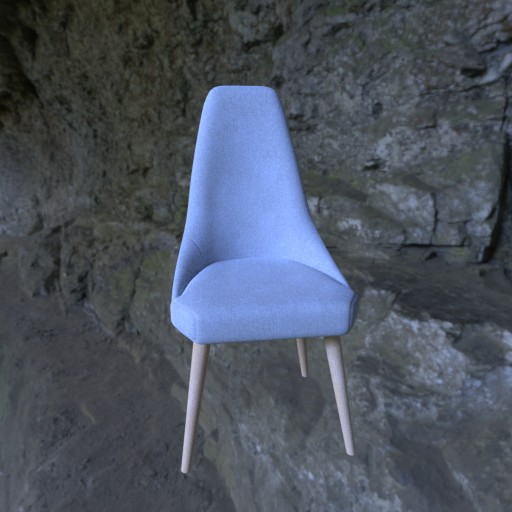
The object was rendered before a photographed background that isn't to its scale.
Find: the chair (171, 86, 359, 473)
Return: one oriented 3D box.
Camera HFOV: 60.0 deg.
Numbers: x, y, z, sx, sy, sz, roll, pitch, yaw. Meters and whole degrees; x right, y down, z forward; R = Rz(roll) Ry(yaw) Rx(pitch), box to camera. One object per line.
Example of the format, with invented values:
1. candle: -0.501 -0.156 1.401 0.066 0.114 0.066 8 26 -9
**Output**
1. chair: 0.000 0.000 1.367 0.510 1.040 0.660 -2 16 -8
